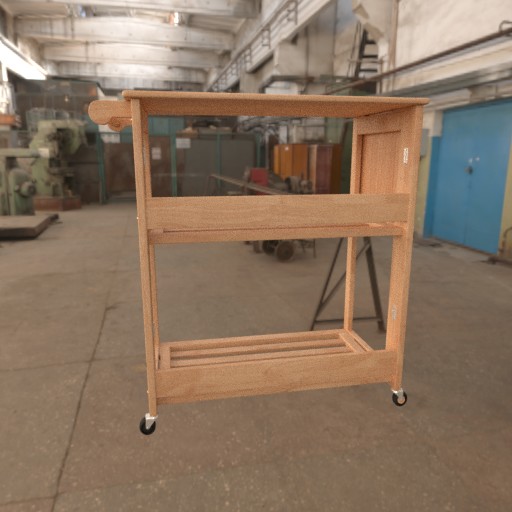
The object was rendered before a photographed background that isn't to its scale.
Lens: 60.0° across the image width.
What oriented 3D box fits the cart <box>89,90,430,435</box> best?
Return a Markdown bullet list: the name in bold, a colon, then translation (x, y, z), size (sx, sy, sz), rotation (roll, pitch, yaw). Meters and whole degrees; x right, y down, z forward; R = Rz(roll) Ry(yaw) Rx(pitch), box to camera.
- **cart**: translation (0.000, 0.000, 1.346), size (0.853, 0.879, 0.432), rotation (-2, 13, -11)
